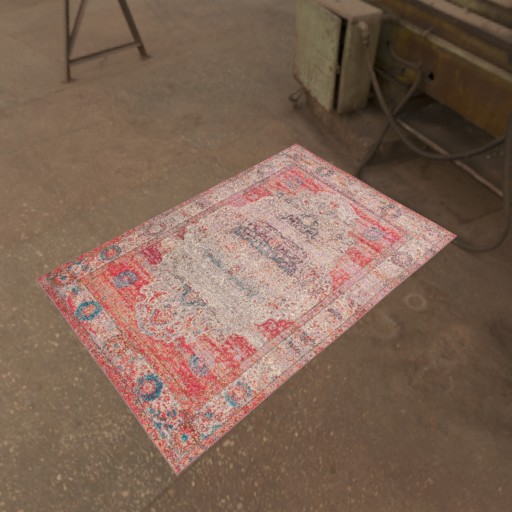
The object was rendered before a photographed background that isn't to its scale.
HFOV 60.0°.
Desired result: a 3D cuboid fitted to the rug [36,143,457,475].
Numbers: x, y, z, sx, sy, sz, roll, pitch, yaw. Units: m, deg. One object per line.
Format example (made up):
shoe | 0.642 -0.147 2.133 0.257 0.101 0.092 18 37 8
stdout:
rug | 0.000 0.000 2.289 1.829 0.006 1.219 -33 55 -27
